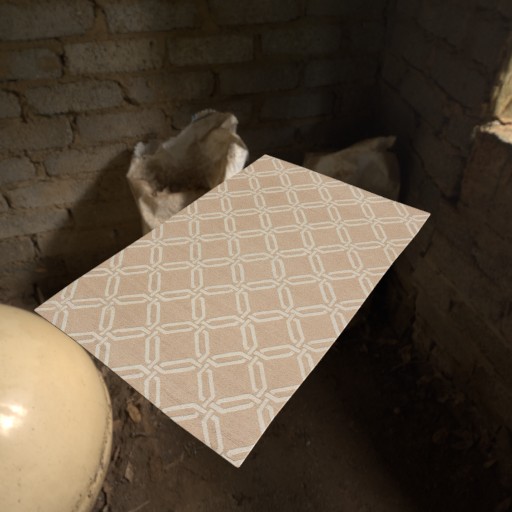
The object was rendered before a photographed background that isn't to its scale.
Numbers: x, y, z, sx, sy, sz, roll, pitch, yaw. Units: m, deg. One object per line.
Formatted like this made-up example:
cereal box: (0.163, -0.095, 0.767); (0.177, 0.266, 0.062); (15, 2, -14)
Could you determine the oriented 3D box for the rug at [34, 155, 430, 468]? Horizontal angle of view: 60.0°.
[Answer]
rug: (0.000, 0.000, 2.201); (1.146, 0.010, 1.745); (26, 48, 27)
